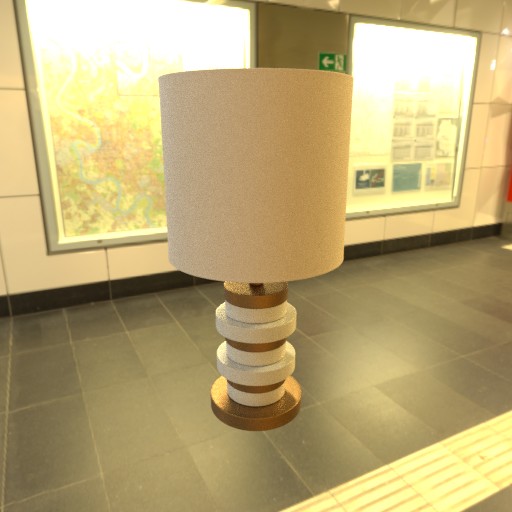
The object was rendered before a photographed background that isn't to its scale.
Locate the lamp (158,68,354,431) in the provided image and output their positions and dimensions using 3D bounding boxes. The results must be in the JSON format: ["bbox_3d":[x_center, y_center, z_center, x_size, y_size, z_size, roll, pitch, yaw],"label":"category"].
[{"bbox_3d":[0.000,0.000,0.541,0.210,0.410,0.210,15,22,41],"label":"lamp"}]
